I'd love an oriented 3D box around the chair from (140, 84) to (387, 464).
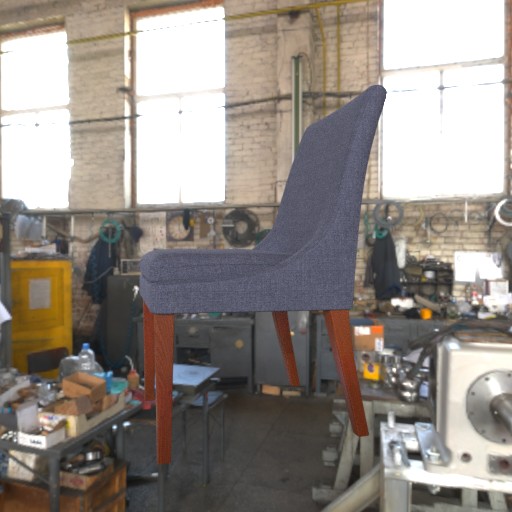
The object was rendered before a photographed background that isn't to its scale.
[{"bbox_3d":[0.000,0.000,1.334,0.655,0.952,0.508,0,1,-18],"label":"chair"}]
